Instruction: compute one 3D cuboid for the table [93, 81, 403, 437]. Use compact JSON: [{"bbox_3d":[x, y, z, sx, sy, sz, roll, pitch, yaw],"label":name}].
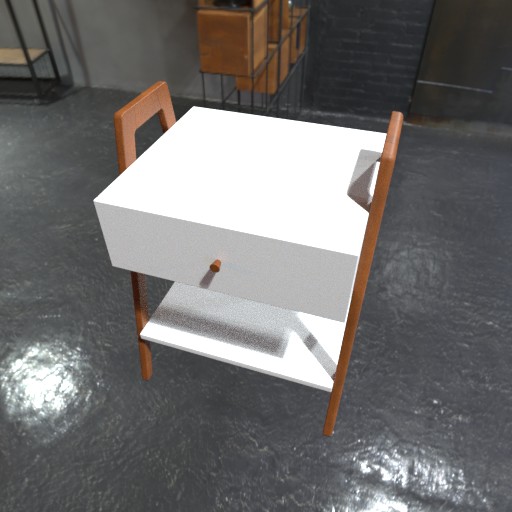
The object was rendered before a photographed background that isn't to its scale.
[{"bbox_3d":[0.000,0.000,0.922,0.457,0.610,0.405,12,43,14],"label":"table"}]
